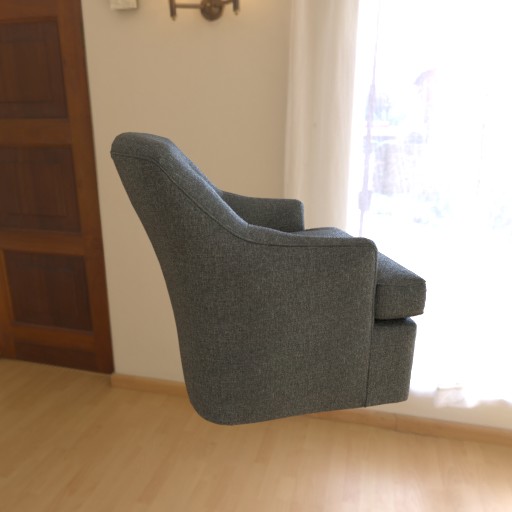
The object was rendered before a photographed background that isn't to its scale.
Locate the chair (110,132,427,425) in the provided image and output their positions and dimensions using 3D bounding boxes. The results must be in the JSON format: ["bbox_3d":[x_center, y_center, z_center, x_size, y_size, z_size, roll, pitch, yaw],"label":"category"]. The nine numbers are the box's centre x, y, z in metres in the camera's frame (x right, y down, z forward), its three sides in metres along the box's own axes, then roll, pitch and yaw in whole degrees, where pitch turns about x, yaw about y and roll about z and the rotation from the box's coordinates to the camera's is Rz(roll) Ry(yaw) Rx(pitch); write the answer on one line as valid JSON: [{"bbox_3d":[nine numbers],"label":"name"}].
[{"bbox_3d":[0.000,0.000,1.588,0.923,0.856,0.864,-3,16,-10],"label":"chair"}]
